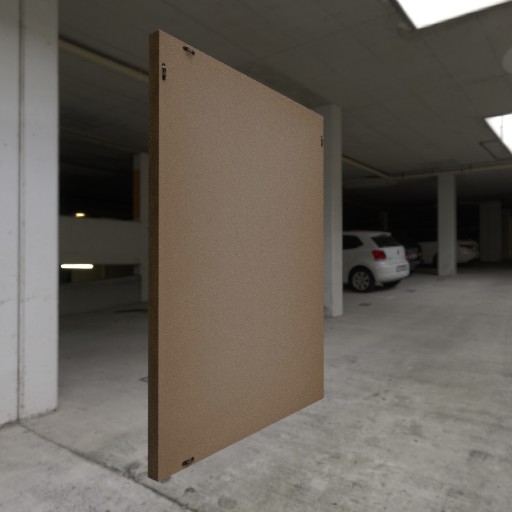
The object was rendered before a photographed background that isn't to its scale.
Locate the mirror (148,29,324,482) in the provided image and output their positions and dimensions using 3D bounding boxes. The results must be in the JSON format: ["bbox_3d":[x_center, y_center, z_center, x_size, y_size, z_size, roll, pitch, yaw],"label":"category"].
[{"bbox_3d":[0.000,0.000,1.307,0.041,1.016,0.762,0,-1,37],"label":"mirror"}]
